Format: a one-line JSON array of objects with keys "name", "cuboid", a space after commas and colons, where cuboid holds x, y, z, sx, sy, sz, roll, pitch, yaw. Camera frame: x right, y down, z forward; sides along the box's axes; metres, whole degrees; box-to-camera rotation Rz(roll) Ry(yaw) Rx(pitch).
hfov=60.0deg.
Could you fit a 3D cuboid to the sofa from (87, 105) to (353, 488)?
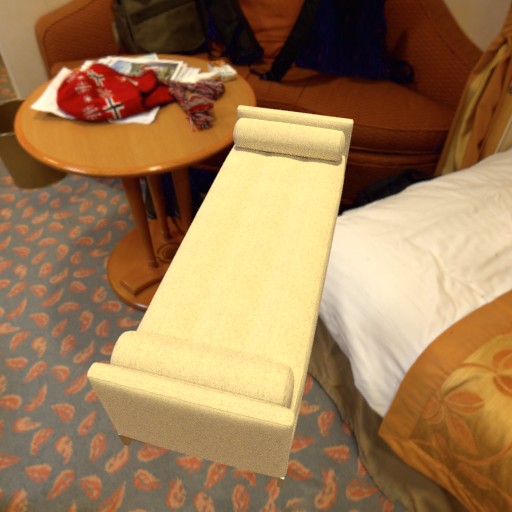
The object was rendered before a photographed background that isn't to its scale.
[{"name": "sofa", "cuboid": [0.000, 0.000, 2.474, 0.797, 0.655, 2.102, 10, 48, 10]}]
